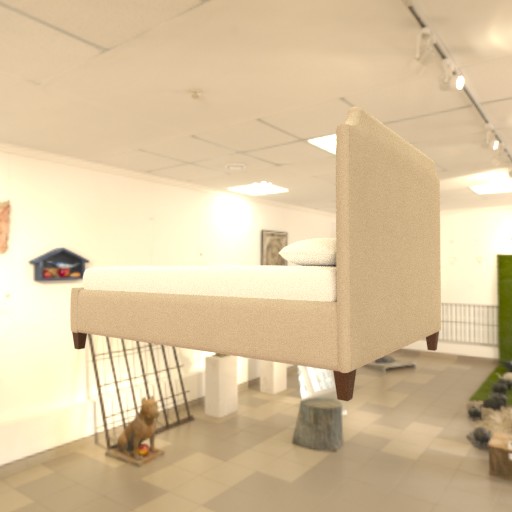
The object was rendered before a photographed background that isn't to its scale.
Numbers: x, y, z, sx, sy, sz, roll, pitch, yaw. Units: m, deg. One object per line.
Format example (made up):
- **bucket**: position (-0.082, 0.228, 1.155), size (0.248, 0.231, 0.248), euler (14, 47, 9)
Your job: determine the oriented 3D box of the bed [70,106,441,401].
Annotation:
- **bed**: position (0.000, 0.000, 3.437), size (2.372, 1.443, 1.713), euler (-1, -2, 36)
